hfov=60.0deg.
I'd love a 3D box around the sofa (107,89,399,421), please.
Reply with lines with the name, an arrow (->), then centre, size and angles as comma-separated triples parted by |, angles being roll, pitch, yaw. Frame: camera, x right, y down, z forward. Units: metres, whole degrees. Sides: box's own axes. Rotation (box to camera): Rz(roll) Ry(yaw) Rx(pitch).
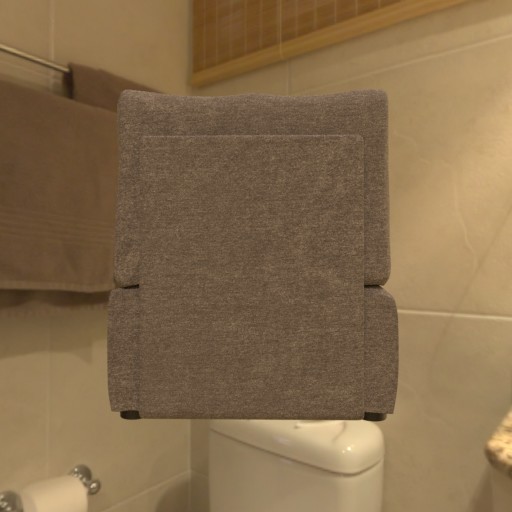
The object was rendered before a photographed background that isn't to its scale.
sofa -> 0.000, 0.000, 1.540 | 0.700, 0.820, 1.000 | 0, -1, 1
